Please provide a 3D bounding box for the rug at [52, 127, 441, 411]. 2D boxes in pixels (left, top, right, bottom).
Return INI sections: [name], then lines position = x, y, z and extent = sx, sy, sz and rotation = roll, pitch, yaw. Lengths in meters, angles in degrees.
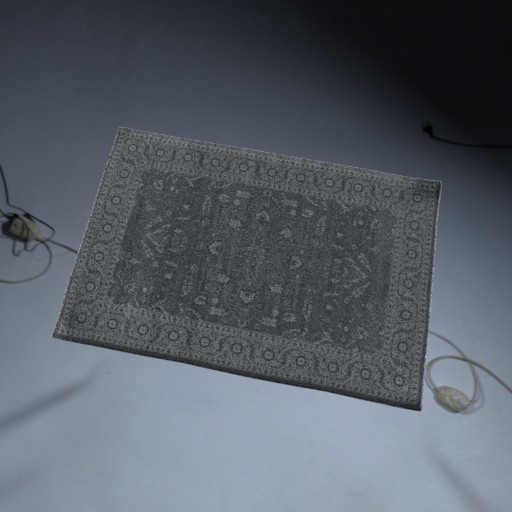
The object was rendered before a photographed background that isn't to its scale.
[rug]
position = 0.000, 0.000, 2.300
extent = 1.828, 0.019, 1.209
rotation = 11, 74, 3
